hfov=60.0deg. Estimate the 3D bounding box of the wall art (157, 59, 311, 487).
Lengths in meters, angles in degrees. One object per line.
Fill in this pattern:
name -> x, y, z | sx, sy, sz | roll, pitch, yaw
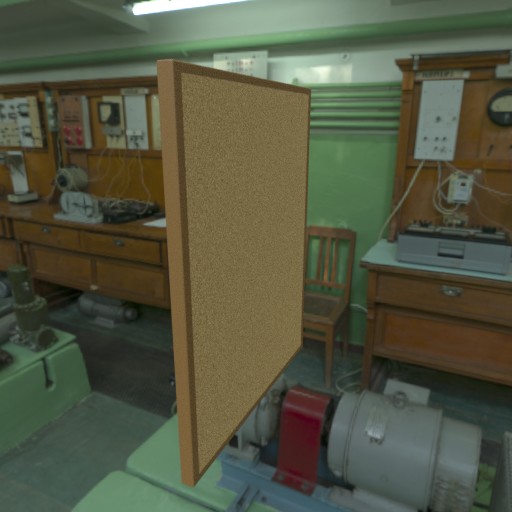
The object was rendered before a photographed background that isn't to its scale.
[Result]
wall art -> 0.000, 0.000, 0.736 | 0.021, 0.550, 0.449 | 8, 18, 24
